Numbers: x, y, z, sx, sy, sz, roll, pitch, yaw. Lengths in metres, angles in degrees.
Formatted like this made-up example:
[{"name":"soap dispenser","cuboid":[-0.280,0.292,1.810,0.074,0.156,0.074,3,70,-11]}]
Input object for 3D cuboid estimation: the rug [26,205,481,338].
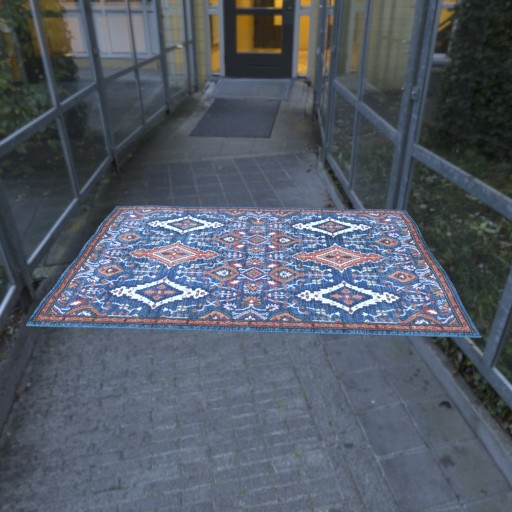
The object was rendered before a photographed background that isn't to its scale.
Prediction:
[{"name":"rug","cuboid":[0.000,0.000,2.289,1.847,0.014,1.195,1,31,2]}]
